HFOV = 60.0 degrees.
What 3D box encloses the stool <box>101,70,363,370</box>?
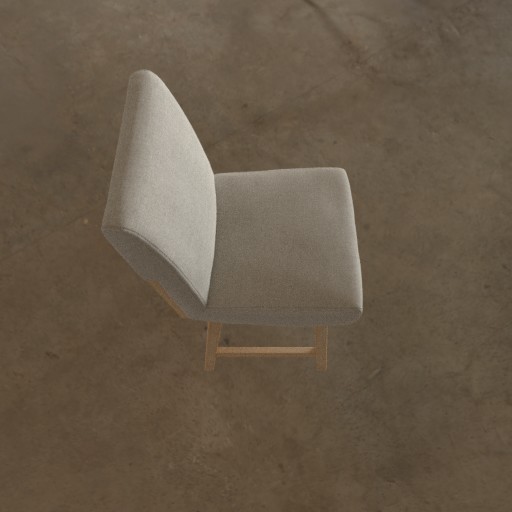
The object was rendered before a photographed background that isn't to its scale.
[{"bbox_3d":[0.000,0.000,1.421,0.606,1.085,0.507,0,63,0],"label":"stool"}]
